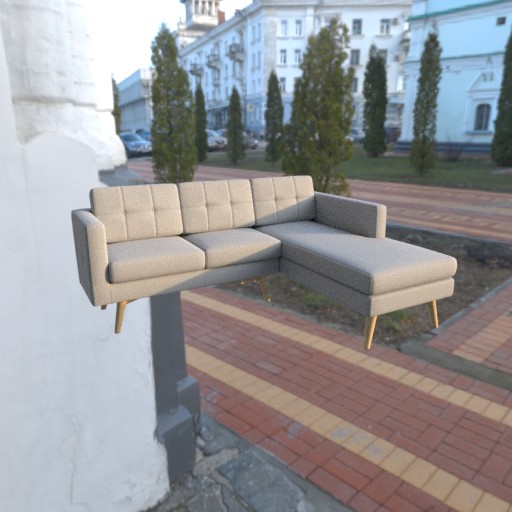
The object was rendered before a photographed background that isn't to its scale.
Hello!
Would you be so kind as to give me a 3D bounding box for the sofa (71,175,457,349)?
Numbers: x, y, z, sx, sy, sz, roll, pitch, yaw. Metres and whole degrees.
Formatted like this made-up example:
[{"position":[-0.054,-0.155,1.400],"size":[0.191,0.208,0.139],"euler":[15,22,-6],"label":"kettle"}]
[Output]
[{"position":[0.000,0.000,2.906],"size":[2.040,0.860,1.530],"euler":[-9,18,-28],"label":"sofa"}]
